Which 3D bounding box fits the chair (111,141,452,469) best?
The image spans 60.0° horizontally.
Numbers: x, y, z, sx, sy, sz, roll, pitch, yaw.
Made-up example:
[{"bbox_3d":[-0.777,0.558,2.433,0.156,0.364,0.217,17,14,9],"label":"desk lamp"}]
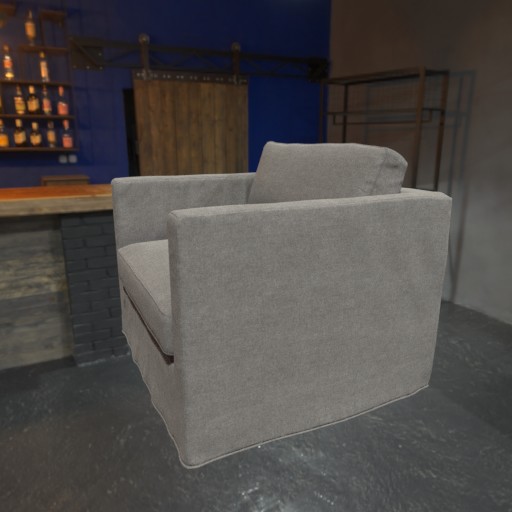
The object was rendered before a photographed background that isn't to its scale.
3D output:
[{"bbox_3d":[0.000,0.000,1.740,0.949,0.863,1.057,-7,17,-25],"label":"chair"}]
